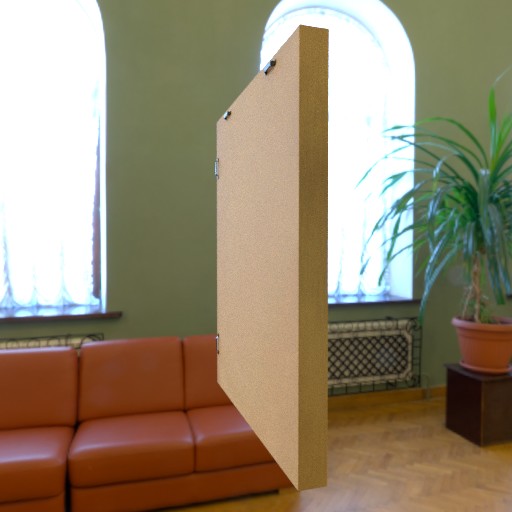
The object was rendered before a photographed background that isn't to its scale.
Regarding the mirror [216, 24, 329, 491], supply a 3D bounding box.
[{"bbox_3d":[0.000,0.000,0.679,0.041,0.509,0.406,-1,2,-18],"label":"mirror"}]
